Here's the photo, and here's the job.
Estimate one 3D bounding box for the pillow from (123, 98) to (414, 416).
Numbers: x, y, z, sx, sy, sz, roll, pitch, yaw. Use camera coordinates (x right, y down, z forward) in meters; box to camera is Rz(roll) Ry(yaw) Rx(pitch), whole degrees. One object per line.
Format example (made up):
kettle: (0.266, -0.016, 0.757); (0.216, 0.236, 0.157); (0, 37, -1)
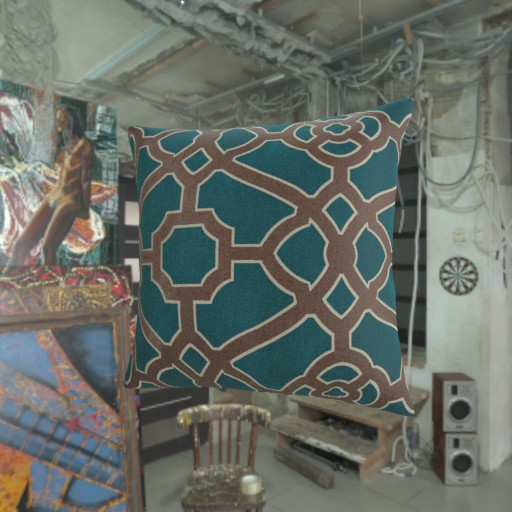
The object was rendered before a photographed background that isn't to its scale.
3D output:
pillow: (0.000, 0.000, 0.781); (0.526, 0.507, 0.166); (0, 0, 17)
